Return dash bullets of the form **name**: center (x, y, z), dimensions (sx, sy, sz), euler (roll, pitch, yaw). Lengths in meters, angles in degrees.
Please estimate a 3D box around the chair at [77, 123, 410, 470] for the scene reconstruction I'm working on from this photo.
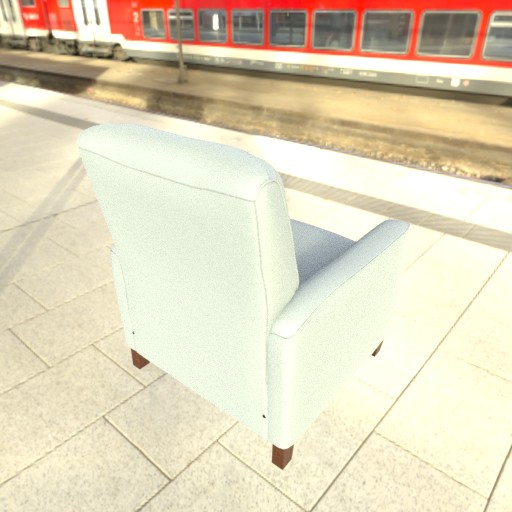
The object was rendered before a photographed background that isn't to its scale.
- **chair**: center (0.000, 0.000, 1.599), dimensions (0.853, 1.007, 0.846), euler (22, 36, 33)
